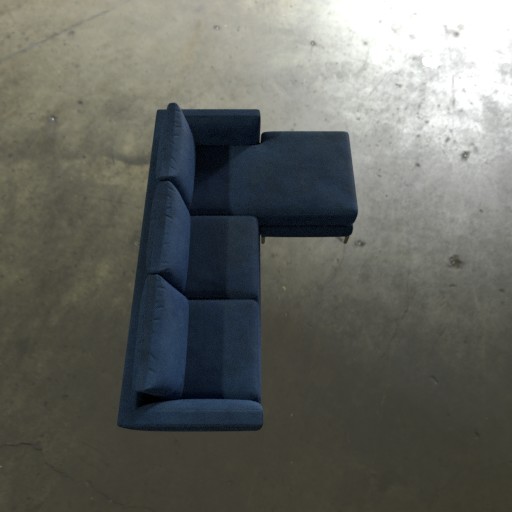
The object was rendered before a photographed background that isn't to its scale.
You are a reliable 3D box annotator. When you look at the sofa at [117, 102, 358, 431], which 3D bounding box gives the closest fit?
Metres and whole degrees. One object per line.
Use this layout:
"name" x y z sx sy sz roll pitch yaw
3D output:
"sofa" 0.000 0.000 3.312 1.622 0.987 2.438 0 64 0
